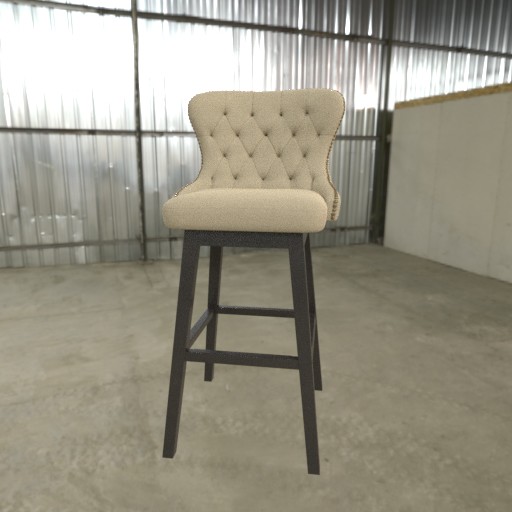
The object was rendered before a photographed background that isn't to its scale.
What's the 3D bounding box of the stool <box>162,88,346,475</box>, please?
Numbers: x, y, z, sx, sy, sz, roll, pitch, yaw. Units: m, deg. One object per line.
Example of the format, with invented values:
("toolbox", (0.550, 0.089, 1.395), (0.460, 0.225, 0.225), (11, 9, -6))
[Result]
("stool", (0.000, 0.000, 1.407), (0.528, 1.066, 0.605), (2, 13, 9))
